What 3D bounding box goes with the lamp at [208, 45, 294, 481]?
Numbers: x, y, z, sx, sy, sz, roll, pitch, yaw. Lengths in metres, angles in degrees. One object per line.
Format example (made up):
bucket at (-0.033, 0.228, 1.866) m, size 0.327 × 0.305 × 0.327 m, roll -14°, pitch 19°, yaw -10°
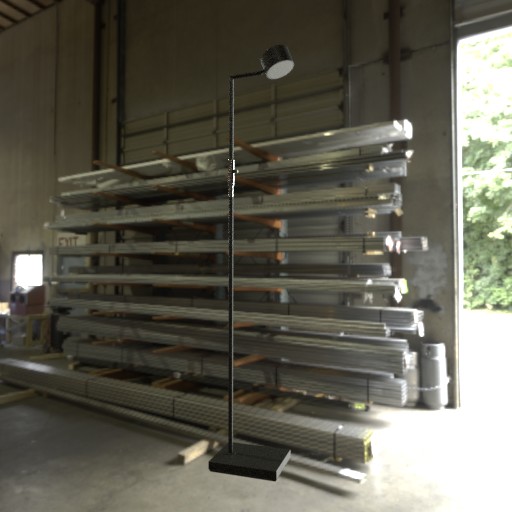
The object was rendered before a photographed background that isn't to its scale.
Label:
lamp at (0.000, 0.000, 1.716) m, size 0.304 × 1.600 × 0.203 m, roll -1°, pitch -2°, yaw 19°
